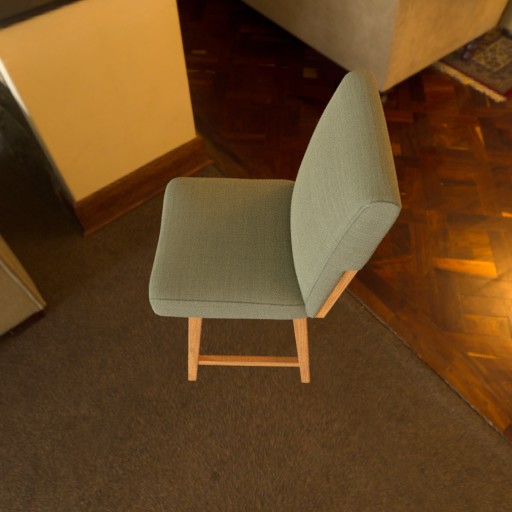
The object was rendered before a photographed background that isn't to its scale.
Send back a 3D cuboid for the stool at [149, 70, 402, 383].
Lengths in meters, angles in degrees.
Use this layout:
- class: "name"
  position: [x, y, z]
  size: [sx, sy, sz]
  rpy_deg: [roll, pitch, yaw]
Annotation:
- class: "stool"
  position: [0.000, 0.000, 1.352]
  size: [0.570, 1.019, 0.459]
  rpy_deg: [1, 57, 1]
